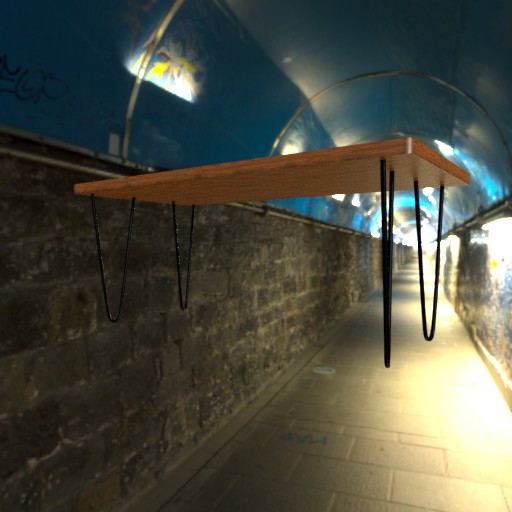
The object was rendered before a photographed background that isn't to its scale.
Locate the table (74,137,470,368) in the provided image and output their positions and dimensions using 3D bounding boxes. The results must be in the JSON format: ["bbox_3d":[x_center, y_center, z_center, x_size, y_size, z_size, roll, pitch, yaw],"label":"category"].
[{"bbox_3d":[0.000,0.000,2.208,1.791,0.753,0.883,1,2,36],"label":"table"}]
